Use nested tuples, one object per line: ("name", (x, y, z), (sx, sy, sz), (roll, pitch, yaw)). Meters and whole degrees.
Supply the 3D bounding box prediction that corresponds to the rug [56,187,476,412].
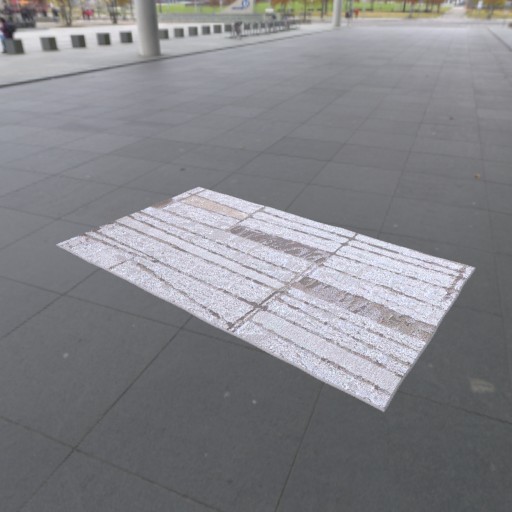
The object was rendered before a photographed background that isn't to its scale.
("rug", (0.000, 0.000, 1.056), (0.867, 0.007, 0.515), (20, 35, 32))
